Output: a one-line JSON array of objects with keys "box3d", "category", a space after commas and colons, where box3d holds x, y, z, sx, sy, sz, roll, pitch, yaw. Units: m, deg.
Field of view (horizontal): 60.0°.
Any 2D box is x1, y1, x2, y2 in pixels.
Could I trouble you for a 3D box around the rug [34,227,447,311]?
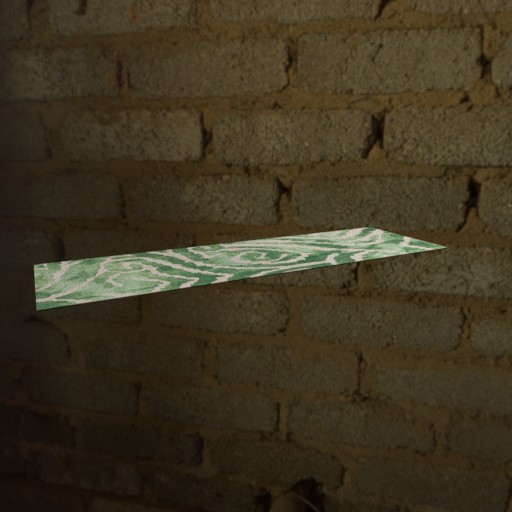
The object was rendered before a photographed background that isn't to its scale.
[{"box3d": [0.000, 0.000, 2.716, 2.438, 0.006, 0.761, -7, 17, -26], "category": "rug"}]
